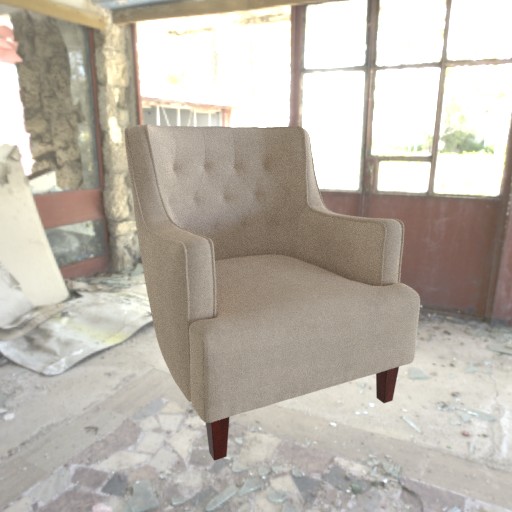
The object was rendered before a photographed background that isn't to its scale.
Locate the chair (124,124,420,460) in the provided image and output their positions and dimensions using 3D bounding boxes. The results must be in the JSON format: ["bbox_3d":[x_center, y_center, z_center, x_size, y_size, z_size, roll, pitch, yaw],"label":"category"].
[{"bbox_3d":[0.000,0.000,1.603,0.781,0.920,0.910,-7,17,-26],"label":"chair"}]
